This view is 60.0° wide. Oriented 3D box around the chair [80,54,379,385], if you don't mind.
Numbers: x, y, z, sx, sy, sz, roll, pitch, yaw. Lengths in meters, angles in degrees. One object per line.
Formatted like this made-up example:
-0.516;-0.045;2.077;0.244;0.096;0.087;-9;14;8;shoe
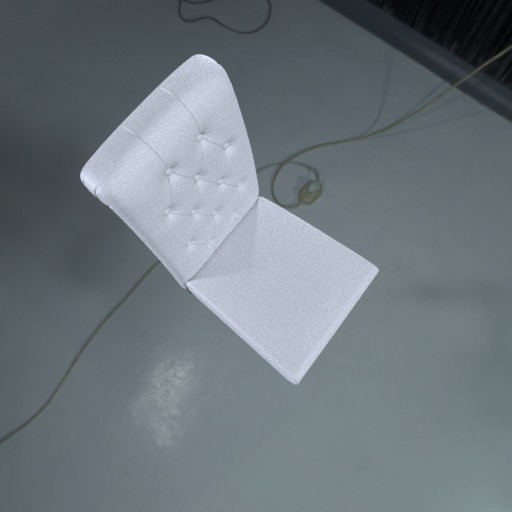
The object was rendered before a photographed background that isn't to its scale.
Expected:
0.000;0.000;1.377;0.671;1.006;0.456;37;77;10;chair
